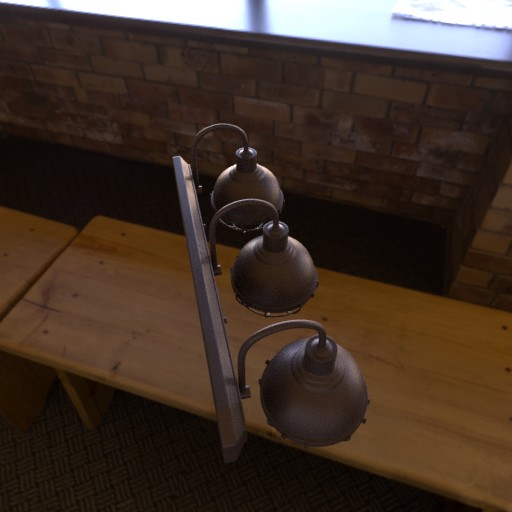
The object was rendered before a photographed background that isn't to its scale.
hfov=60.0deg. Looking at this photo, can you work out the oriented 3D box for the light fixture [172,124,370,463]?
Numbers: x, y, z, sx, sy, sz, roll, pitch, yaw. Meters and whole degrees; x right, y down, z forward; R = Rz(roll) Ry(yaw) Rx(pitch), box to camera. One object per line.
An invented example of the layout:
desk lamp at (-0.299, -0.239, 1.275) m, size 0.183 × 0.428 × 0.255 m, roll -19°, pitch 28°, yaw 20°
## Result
light fixture at (0.000, 0.000, 0.777) m, size 0.229 × 0.254 × 0.634 m, roll -9°, pitch 46°, yaw -9°
